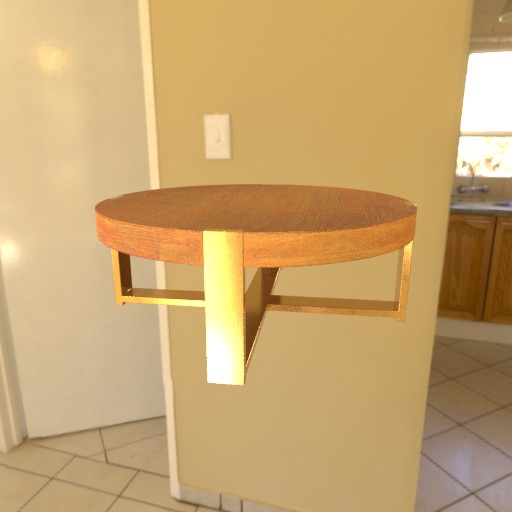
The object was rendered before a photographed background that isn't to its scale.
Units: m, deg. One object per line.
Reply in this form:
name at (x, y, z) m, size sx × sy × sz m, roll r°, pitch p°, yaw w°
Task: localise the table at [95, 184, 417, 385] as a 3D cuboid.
table at (0.000, 0.000, 1.663) m, size 1.100 × 0.420 × 1.100 m, roll 0°, pitch 15°, yaw 0°
